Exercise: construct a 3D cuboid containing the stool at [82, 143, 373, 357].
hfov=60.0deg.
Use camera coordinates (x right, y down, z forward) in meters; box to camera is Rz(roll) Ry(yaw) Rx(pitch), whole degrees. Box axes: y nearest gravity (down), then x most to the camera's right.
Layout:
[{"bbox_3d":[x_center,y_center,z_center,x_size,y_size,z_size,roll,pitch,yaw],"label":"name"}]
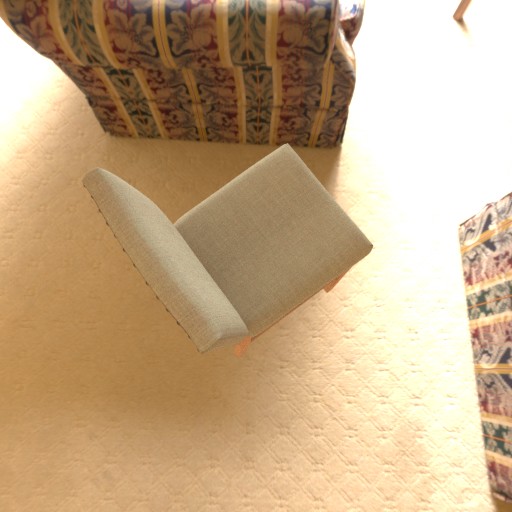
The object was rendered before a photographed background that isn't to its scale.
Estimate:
[{"bbox_3d":[0.000,0.000,1.464,0.585,1.203,0.445,-36,78,-9],"label":"stool"}]
